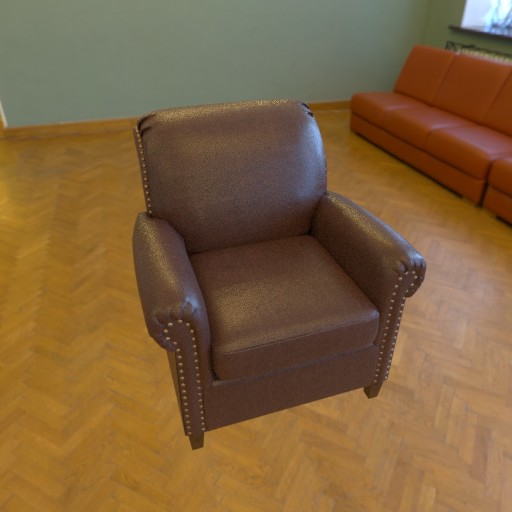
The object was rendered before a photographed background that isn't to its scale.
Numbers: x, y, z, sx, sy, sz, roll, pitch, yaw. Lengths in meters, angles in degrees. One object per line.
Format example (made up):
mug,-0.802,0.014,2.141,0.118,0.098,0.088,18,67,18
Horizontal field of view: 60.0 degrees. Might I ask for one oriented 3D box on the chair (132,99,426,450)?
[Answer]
chair,0.000,0.000,1.609,0.854,0.927,0.890,-10,34,-15
